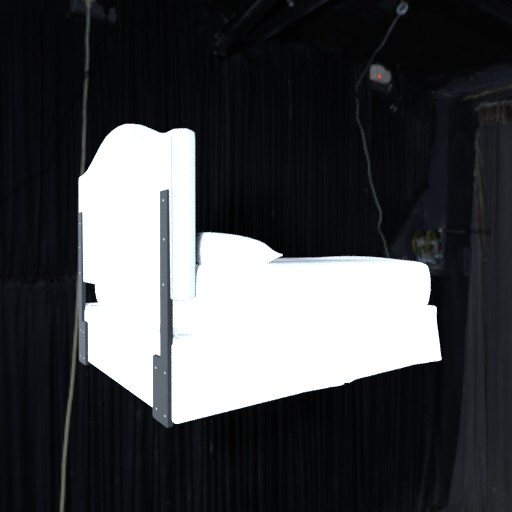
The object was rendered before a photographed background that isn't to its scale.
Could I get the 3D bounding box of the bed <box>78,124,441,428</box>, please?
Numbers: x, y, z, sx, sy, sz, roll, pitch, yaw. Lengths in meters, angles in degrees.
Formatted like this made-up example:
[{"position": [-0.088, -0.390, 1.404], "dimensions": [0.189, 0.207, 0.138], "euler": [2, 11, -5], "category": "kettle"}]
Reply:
[{"position": [0.000, 0.000, 3.372], "dimensions": [2.180, 1.607, 1.813], "euler": [0, 1, -36], "category": "bed"}]
